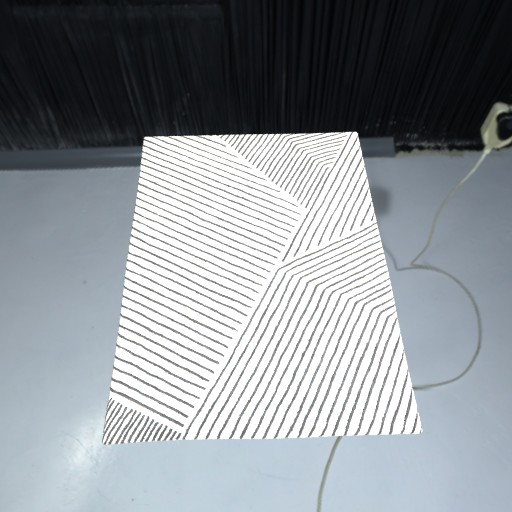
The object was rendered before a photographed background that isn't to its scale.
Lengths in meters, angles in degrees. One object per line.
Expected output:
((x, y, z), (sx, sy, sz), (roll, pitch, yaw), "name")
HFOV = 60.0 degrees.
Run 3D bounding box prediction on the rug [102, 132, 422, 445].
((0.000, 0.000, 3.158), (1.829, 0.028, 2.449), (-2, 58, -1), "rug")
